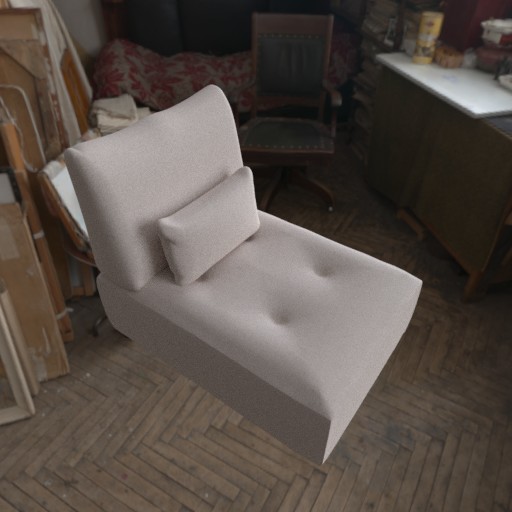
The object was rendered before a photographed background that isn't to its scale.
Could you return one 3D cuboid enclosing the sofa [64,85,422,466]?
[{"bbox_3d":[0.000,0.000,1.547,1.000,0.820,0.700,25,47,27],"label":"sofa"}]
